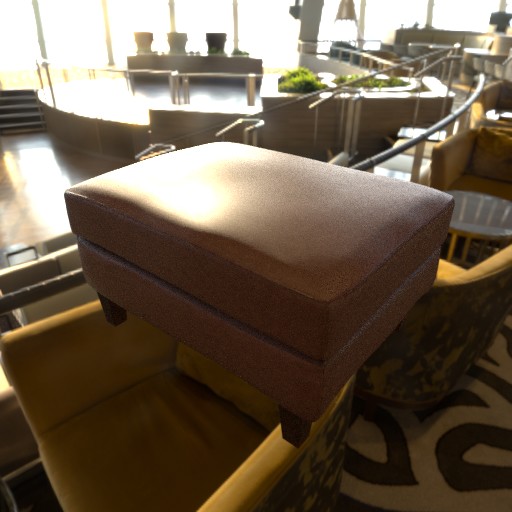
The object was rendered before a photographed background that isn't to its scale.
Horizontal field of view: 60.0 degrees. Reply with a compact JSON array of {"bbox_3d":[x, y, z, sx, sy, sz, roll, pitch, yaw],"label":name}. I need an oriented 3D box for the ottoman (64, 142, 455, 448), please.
[{"bbox_3d":[0.000,0.000,1.256,0.851,0.485,0.650,22,36,33],"label":"ottoman"}]
